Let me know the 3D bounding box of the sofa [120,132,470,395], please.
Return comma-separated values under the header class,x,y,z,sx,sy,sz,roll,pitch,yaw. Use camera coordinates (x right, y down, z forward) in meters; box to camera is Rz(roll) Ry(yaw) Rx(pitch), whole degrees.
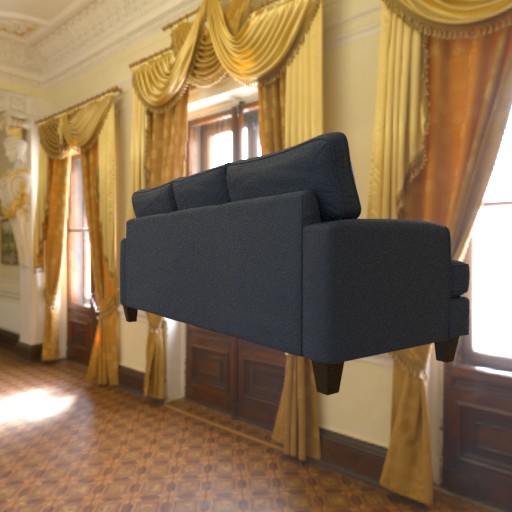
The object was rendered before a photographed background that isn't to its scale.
class,x,y,z,sx,sy,sz,roll,pitch,yaw
sofa,0.000,0.000,2.643,0.951,0.965,2.158,0,1,-36
